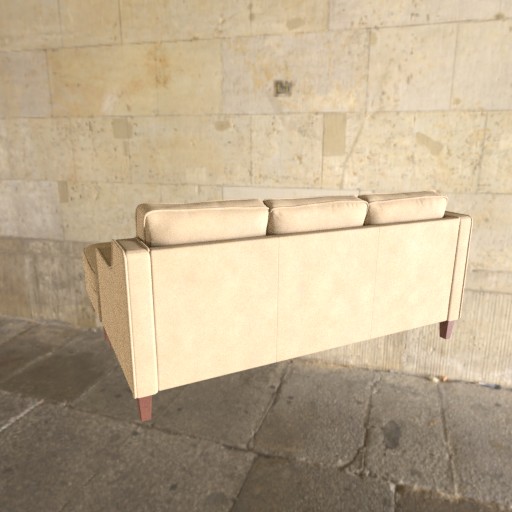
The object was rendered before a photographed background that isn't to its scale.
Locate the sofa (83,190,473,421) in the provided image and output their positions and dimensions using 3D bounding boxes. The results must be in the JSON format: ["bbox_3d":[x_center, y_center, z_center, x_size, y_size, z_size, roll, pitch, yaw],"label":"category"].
[{"bbox_3d":[0.000,0.000,3.335,2.317,1.066,1.858,-7,16,-26],"label":"sofa"}]
